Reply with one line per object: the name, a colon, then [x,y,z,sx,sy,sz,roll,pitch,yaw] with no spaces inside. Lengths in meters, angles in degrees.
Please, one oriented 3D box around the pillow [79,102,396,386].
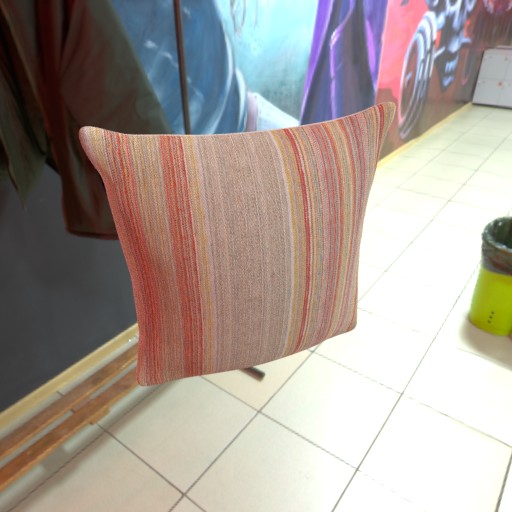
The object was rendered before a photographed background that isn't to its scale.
pillow: [0.000,0.000,0.707,0.451,0.449,0.191,-11,33,-18]
